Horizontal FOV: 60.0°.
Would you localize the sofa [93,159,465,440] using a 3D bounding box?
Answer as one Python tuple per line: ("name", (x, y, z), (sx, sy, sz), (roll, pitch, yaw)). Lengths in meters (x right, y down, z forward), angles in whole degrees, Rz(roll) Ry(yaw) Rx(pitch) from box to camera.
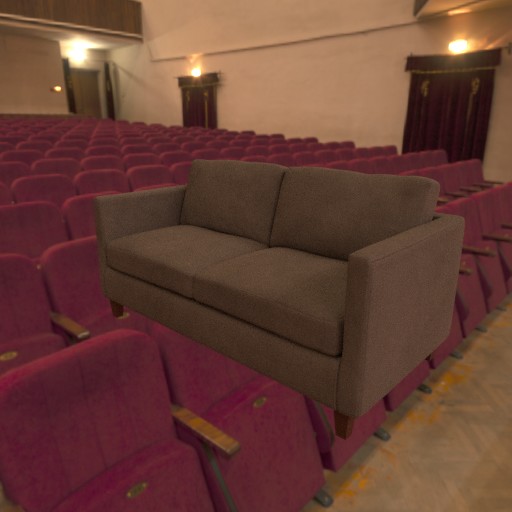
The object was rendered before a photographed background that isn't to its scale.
("sofa", (0.000, 0.000, 2.454), (1.884, 0.963, 0.950), (15, 22, 40))
